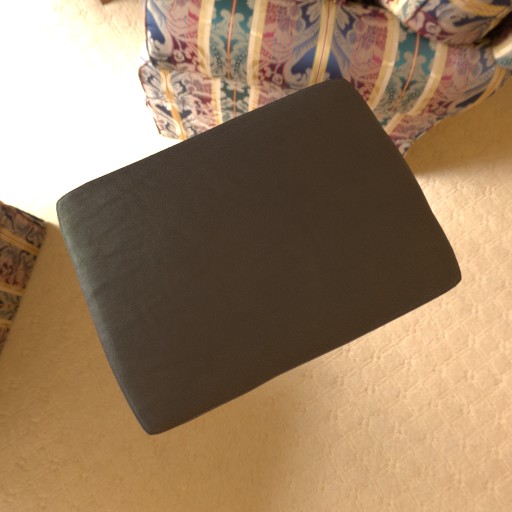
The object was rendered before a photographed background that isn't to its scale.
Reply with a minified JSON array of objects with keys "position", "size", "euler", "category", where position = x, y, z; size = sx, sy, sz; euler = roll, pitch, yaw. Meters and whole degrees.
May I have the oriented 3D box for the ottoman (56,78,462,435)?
[{"position":[0.000,0.000,1.279],"size":[0.887,0.529,0.659],"euler":[-25,78,-6],"category":"ottoman"}]
